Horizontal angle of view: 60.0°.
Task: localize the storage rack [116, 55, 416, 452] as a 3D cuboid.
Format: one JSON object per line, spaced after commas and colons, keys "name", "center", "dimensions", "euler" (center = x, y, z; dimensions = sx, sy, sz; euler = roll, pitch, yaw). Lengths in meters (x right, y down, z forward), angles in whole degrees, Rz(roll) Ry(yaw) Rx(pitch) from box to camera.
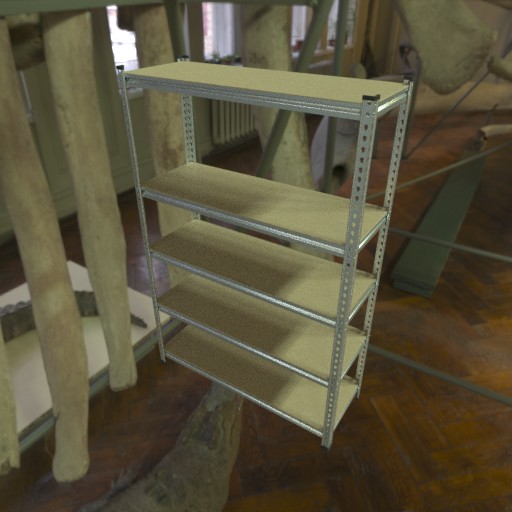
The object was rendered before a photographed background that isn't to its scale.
{"name": "storage rack", "center": [0.000, 0.000, 2.348], "dimensions": [1.219, 1.829, 0.457], "euler": [19, 36, 28]}
